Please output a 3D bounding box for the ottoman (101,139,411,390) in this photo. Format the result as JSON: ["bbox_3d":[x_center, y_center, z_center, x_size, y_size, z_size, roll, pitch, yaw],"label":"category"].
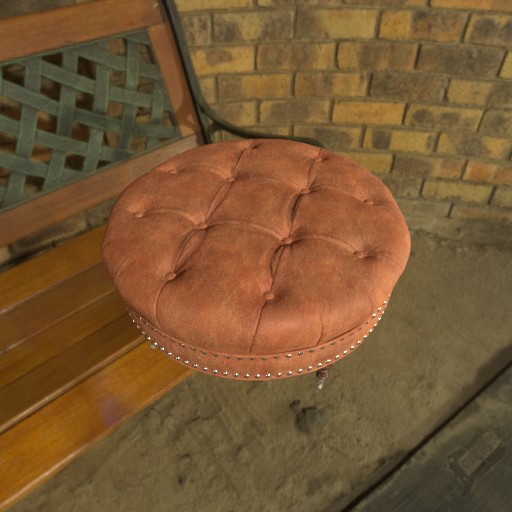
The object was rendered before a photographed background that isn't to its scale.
[{"bbox_3d":[0.000,0.000,1.412,0.901,0.444,0.901,0,42,0],"label":"ottoman"}]
